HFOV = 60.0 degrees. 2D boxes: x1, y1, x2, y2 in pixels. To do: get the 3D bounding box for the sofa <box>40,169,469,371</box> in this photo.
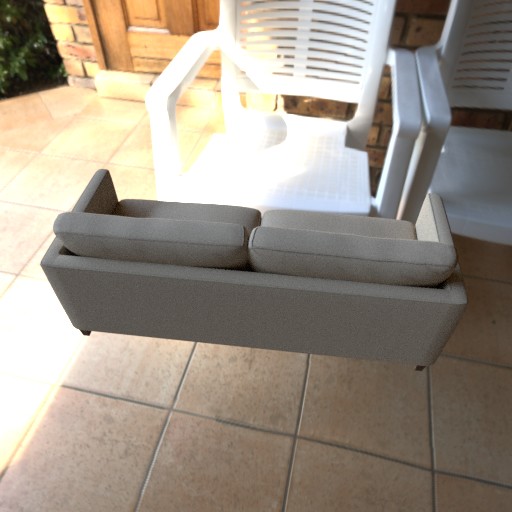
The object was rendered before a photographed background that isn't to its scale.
[{"bbox_3d":[0.000,0.000,2.892,2.361,0.968,0.951,5,47,5],"label":"sofa"}]
